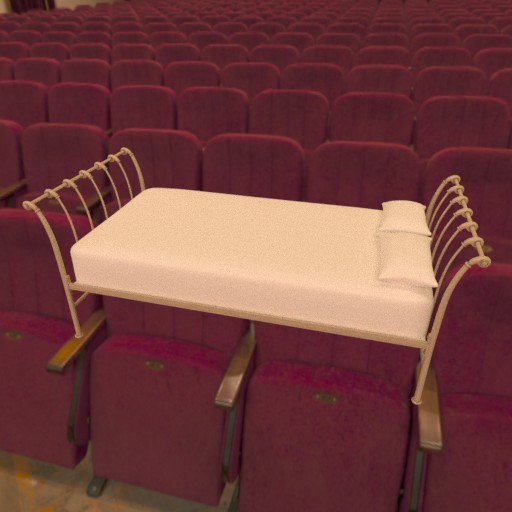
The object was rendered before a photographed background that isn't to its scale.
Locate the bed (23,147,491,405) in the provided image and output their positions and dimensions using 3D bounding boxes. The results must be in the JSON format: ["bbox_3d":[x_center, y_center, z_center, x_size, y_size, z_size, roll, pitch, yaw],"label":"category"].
[{"bbox_3d":[0.000,0.000,2.657,2.228,0.873,1.032,8,31,13],"label":"bed"}]
